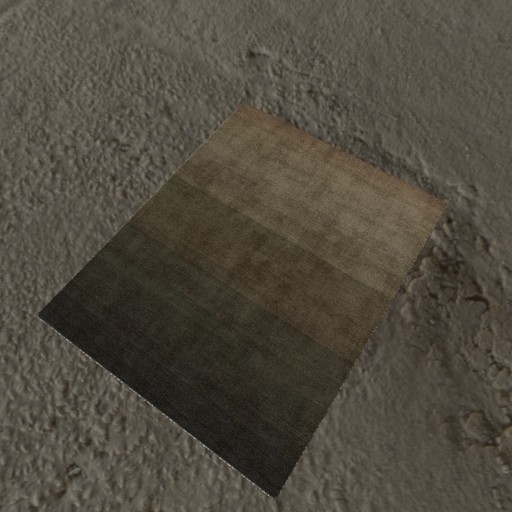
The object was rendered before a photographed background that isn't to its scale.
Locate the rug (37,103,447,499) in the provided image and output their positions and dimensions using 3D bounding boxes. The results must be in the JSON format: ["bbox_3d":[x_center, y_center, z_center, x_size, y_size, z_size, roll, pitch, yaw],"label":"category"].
[{"bbox_3d":[0.000,0.000,3.815,2.306,0.017,2.902,31,66,16],"label":"rug"}]
